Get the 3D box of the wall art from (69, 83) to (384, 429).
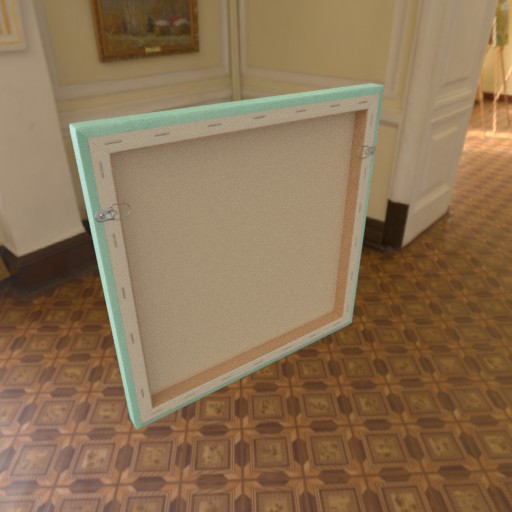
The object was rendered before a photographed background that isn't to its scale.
[{"bbox_3d":[0.000,0.000,1.597,1.071,1.073,0.070,-19,35,-29],"label":"wall art"}]
